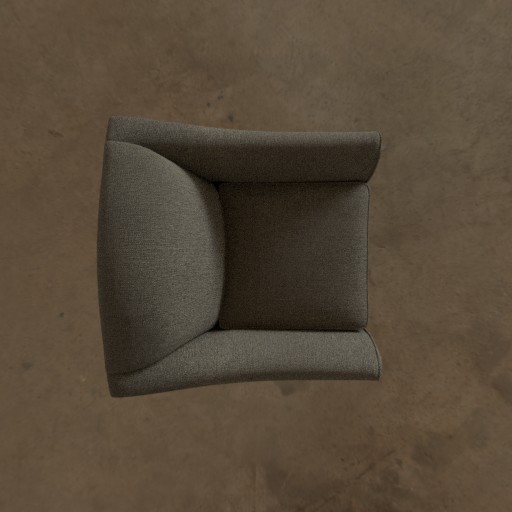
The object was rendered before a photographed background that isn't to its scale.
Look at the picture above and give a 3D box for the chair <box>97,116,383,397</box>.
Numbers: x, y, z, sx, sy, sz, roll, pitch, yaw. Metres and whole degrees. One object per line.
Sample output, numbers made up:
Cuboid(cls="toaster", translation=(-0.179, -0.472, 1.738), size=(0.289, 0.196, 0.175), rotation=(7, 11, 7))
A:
Cuboid(cls="chair", translation=(0.000, 0.000, 1.466), size=(0.787, 0.839, 0.763), rotation=(0, 91, 1))
